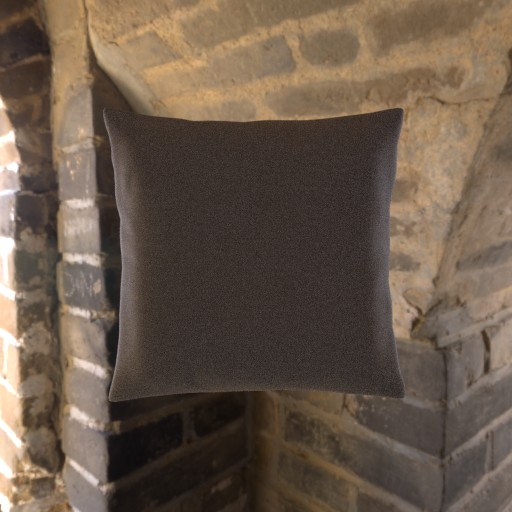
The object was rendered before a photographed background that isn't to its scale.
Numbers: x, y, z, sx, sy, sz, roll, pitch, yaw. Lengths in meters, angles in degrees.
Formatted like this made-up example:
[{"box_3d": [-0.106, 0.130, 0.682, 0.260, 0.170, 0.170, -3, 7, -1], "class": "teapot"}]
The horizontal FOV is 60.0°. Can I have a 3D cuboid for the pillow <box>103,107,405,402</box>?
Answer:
[{"box_3d": [0.000, 0.000, 0.771, 0.523, 0.510, 0.166, 0, 1, 0], "class": "pillow"}]
